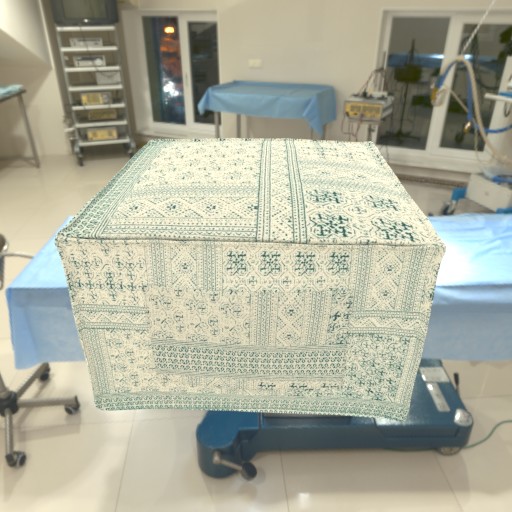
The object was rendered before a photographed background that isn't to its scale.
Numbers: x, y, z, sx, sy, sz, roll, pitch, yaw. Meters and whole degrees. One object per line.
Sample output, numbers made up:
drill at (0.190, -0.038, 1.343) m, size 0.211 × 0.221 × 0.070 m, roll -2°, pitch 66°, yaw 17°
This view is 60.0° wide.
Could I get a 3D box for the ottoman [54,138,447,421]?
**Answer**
ottoman at (0.000, 0.000, 1.026) m, size 0.617 × 0.439 × 0.626 m, roll 1°, pitch 29°, yaw 2°
